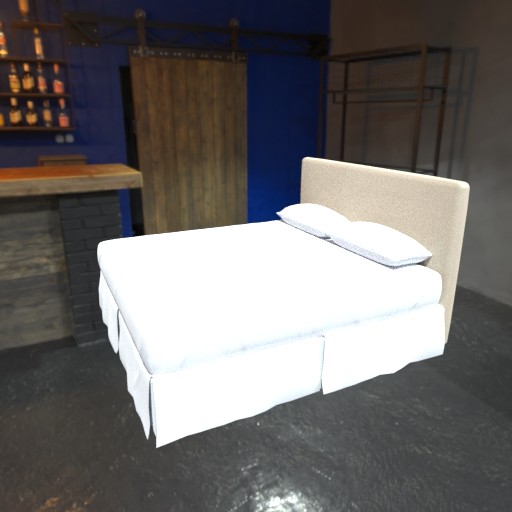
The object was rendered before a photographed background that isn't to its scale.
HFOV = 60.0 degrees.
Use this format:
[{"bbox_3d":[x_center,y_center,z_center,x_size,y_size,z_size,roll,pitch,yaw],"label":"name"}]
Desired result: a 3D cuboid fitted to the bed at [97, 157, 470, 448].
[{"bbox_3d":[0.000,0.000,3.570,2.319,1.317,2.119,-8,20,-25],"label":"bed"}]
